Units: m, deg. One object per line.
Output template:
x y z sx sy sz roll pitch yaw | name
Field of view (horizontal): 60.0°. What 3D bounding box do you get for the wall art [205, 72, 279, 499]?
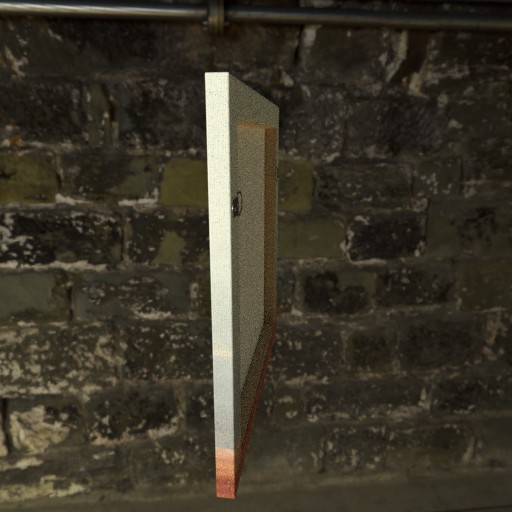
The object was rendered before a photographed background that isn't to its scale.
0.000 0.000 0.887 0.034 0.605 0.605 2 15 8 | wall art
